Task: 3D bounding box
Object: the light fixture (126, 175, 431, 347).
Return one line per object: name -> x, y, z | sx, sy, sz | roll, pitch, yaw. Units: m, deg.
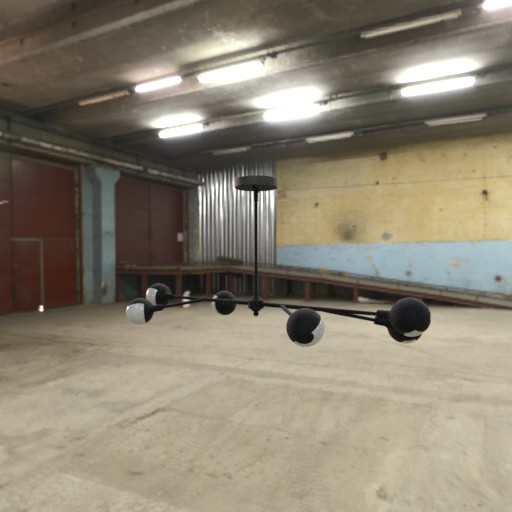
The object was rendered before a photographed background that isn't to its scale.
light fixture -> 0.000, 0.000, 1.046 | 0.434, 0.362, 0.778 | 0, 0, -34
